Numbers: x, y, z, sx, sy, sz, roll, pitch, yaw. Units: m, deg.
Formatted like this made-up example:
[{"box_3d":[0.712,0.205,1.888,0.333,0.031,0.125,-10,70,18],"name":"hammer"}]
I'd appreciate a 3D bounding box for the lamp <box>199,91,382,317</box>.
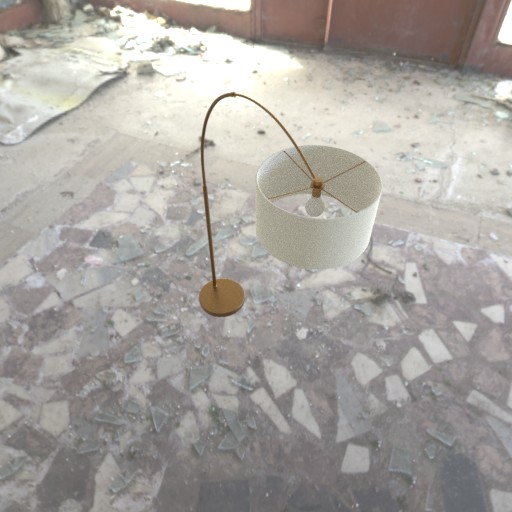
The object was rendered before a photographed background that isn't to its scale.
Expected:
[{"box_3d":[0.000,0.000,2.619,0.493,1.927,1.434,-23,50,-21],"name":"lamp"}]
